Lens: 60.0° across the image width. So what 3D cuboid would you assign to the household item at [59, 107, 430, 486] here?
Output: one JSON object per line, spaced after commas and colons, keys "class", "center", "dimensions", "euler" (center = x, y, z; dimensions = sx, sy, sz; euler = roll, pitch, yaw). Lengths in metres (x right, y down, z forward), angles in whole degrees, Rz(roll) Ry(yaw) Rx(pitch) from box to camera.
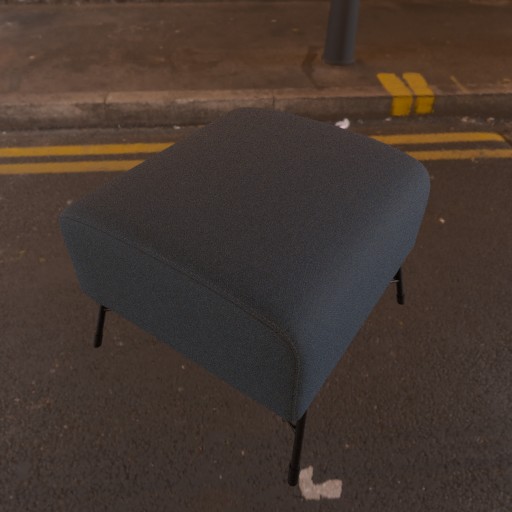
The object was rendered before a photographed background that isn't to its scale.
{"class": "household item", "center": [0.000, 0.000, 0.900], "dimensions": [0.530, 0.420, 0.530], "euler": [25, 48, 25]}
